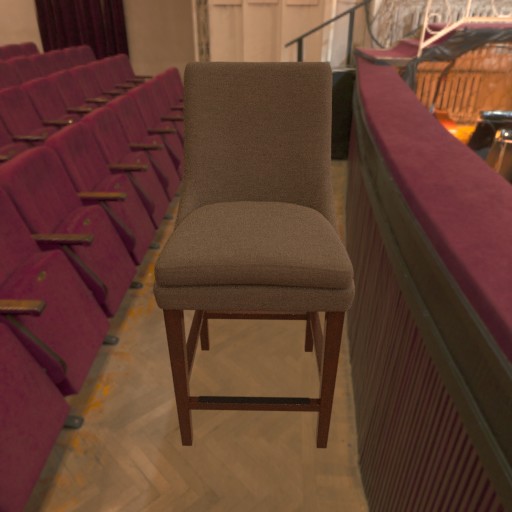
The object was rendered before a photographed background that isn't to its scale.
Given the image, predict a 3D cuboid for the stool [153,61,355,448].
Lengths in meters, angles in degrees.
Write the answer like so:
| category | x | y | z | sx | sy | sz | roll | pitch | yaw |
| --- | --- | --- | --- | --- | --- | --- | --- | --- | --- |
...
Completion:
| category | x | y | z | sx | sy | sz | roll | pitch | yaw |
| --- | --- | --- | --- | --- | --- | --- | --- | --- | --- |
| stool | 0.000 | 0.000 | 1.270 | 0.470 | 0.981 | 0.577 | 1 | 29 | 1 |
